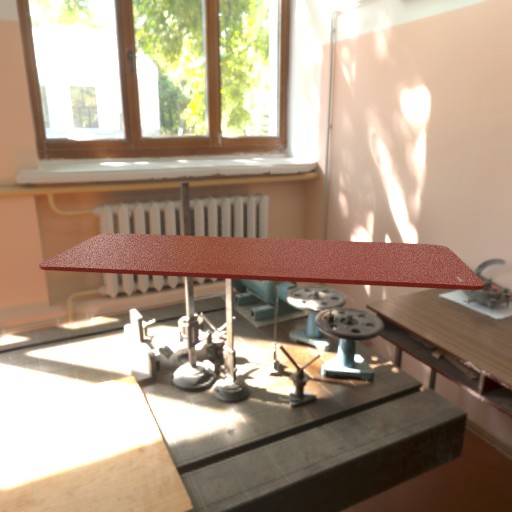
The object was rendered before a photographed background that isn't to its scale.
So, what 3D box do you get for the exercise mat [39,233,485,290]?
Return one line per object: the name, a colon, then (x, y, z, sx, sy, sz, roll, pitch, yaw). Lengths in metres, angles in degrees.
exercise mat: (0.000, 0.000, 2.082, 1.869, 0.021, 0.616, 2, 16, 8)
